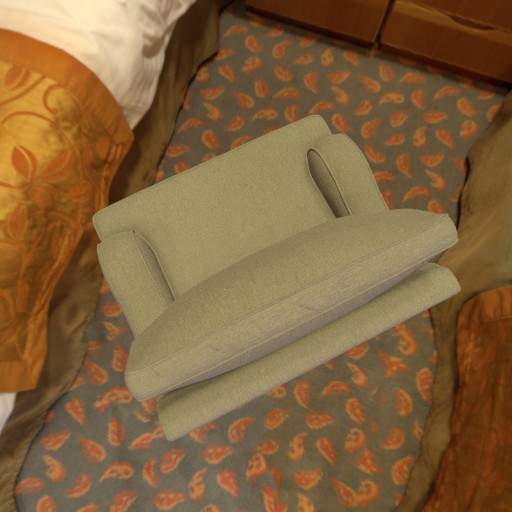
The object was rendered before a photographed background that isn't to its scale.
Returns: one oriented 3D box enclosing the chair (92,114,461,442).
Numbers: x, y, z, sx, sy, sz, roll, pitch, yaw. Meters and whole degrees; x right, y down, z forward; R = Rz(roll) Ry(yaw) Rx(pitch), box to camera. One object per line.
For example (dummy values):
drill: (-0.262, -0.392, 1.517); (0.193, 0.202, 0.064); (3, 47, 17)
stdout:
chair: (0.000, 0.000, 1.959); (1.220, 1.016, 1.041); (-26, 78, -6)
